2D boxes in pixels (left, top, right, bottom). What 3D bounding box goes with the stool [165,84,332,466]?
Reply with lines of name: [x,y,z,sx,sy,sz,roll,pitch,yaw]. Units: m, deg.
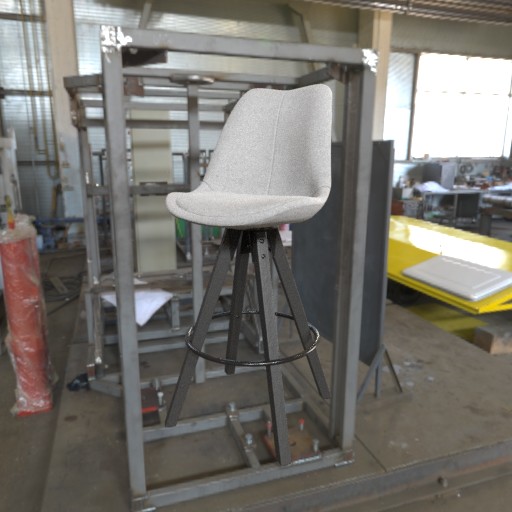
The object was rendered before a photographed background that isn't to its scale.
stool: [0.000,0.000,1.468,0.485,1.115,0.550,7,15,26]
